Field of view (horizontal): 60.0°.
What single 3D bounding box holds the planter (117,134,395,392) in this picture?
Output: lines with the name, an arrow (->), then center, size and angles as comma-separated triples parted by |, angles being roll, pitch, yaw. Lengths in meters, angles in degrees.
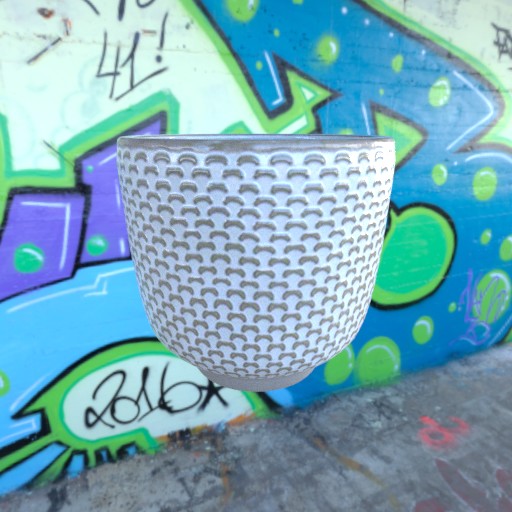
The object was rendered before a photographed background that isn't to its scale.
planter -> 0.000, 0.000, 0.305 | 0.173, 0.160, 0.173 | 0, 16, 0
